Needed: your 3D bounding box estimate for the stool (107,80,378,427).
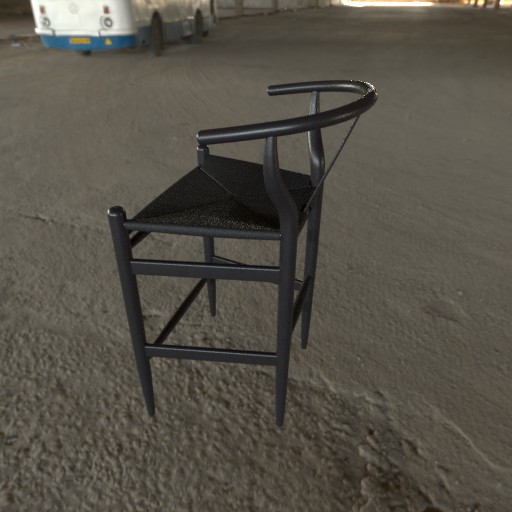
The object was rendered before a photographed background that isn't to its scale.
[{"bbox_3d":[0.000,0.000,1.323,0.579,0.970,0.569,9,32,15],"label":"stool"}]
